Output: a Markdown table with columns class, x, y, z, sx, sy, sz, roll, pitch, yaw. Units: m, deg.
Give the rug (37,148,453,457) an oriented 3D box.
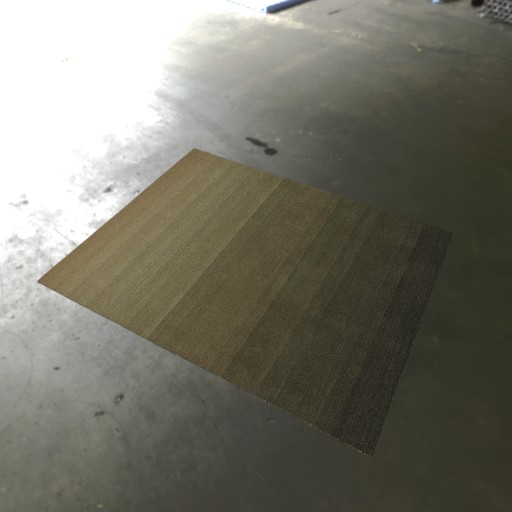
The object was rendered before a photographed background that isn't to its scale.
| class | x | y | z | sx | sy | sz | roll | pitch | yaw |
| --- | --- | --- | --- | --- | --- | --- | --- | --- | --- |
| rug | 0.000 | 0.000 | 3.927 | 2.932 | 0.015 | 2.315 | 22 | 50 | 20 |
